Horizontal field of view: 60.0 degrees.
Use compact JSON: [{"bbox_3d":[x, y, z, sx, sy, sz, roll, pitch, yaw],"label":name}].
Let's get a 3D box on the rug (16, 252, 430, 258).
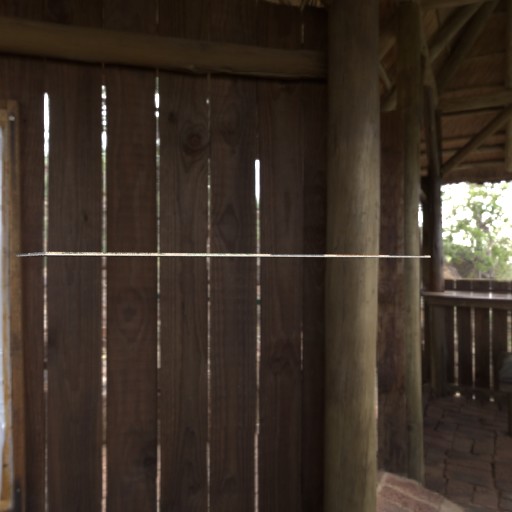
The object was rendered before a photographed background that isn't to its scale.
[{"bbox_3d":[0.000,0.000,2.477,2.287,0.011,0.687,0,-1,-36],"label":"rug"}]
